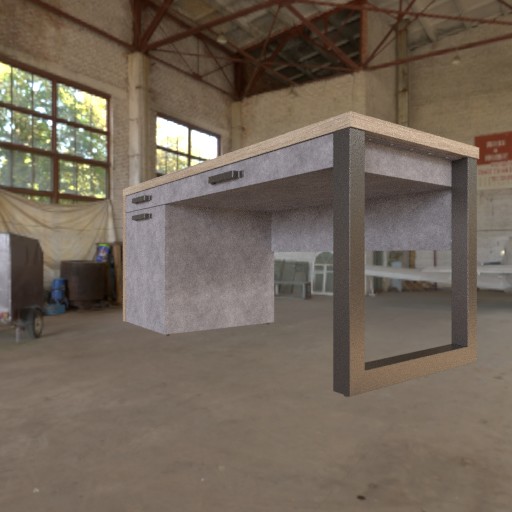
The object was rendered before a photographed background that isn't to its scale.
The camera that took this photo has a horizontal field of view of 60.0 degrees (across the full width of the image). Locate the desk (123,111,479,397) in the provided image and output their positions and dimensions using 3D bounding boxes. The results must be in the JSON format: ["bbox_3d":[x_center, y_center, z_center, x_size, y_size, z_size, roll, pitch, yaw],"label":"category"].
[{"bbox_3d":[0.000,0.000,2.034,0.690,0.760,1.700,0,0,-36],"label":"desk"}]
